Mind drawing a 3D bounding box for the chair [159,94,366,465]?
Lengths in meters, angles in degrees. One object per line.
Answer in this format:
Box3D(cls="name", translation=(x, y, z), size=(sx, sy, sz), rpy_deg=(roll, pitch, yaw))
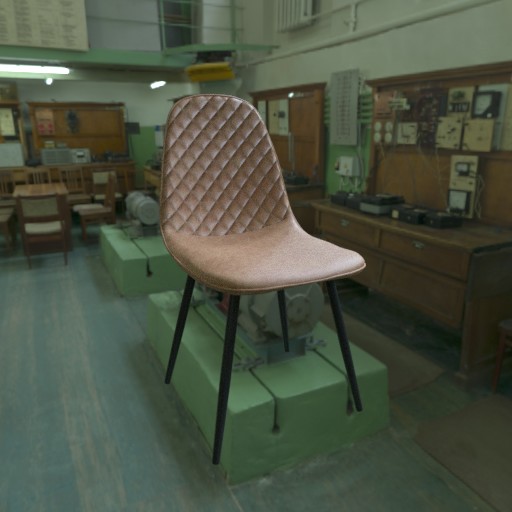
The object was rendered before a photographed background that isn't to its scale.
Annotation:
Box3D(cls="chair", translation=(0.000, 0.000, 1.251), size=(0.472, 0.889, 0.561), rpy_deg=(-8, 18, -27))
